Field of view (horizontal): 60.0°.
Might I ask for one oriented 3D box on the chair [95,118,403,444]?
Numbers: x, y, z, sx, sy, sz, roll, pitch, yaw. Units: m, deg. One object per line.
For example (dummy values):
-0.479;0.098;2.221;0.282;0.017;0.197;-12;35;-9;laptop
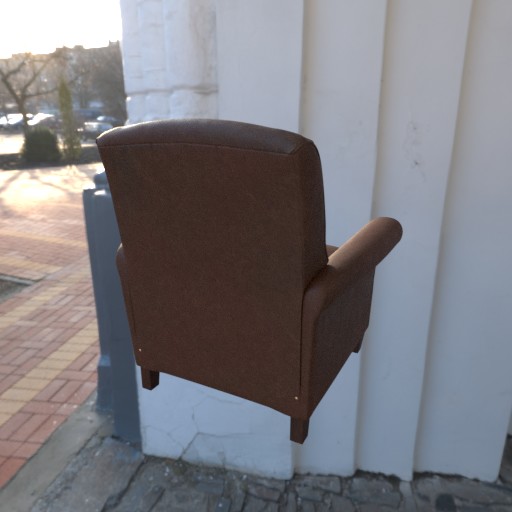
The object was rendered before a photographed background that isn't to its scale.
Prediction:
0.000;0.000;1.790;0.978;1.061;0.902;9;19;27;chair
